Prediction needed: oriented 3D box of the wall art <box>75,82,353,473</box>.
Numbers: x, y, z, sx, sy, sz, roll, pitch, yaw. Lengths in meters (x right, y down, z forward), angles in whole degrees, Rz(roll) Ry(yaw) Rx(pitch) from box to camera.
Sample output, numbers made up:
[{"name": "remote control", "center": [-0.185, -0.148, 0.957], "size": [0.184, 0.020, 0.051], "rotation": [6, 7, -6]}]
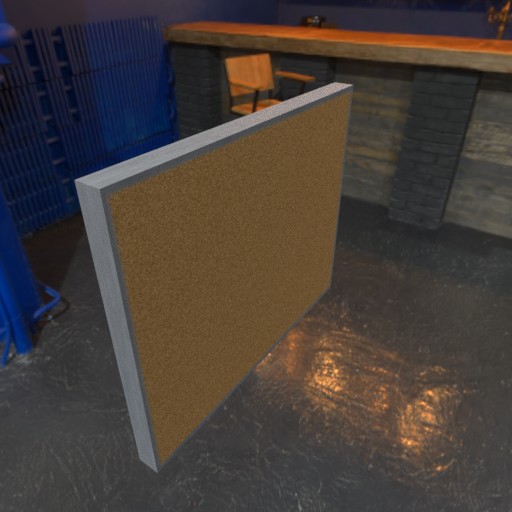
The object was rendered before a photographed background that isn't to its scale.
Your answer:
[{"name": "wall art", "center": [0.000, 0.000, 0.731], "size": [0.037, 0.450, 0.557], "rotation": [21, 38, 29]}]
